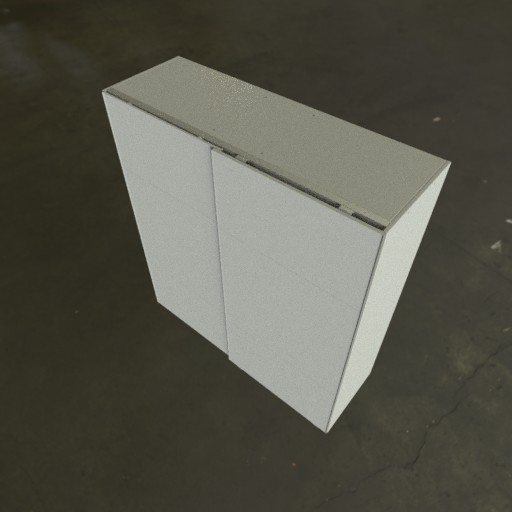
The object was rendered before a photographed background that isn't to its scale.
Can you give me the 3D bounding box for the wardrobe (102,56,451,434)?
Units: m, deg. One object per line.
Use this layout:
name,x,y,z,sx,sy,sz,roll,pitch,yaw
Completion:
wardrobe,0.000,0.000,2.942,1.780,1.960,0.629,31,54,26
